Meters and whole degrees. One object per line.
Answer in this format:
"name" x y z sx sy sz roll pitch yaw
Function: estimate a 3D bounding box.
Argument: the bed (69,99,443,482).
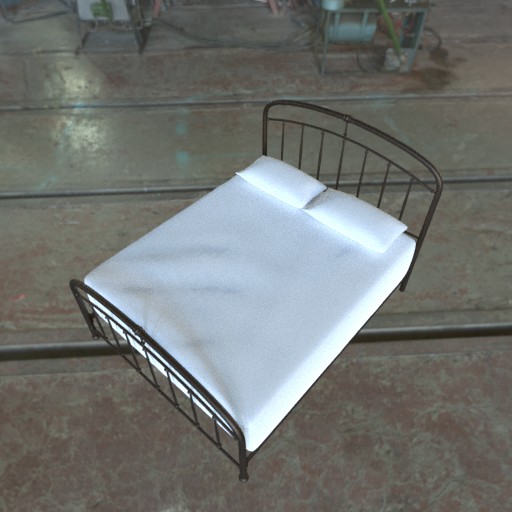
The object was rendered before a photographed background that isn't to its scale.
"bed" 0.000 0.000 3.317 1.711 1.425 2.180 32 54 27
